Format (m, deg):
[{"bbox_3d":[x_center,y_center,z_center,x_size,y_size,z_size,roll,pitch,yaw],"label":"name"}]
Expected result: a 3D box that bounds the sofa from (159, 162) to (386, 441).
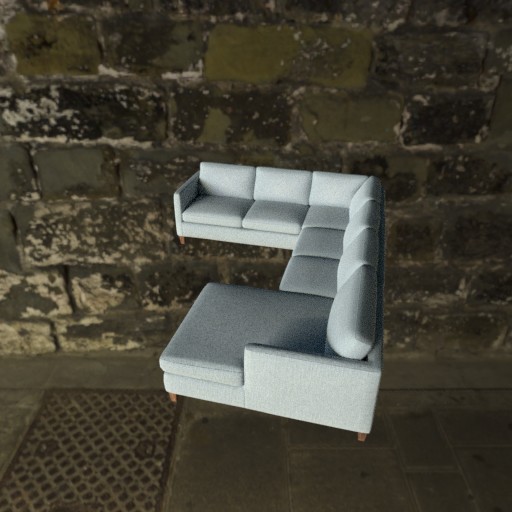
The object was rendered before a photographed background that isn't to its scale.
[{"bbox_3d":[0.000,0.000,4.595,2.551,0.889,3.403,7,31,12],"label":"sofa"}]
